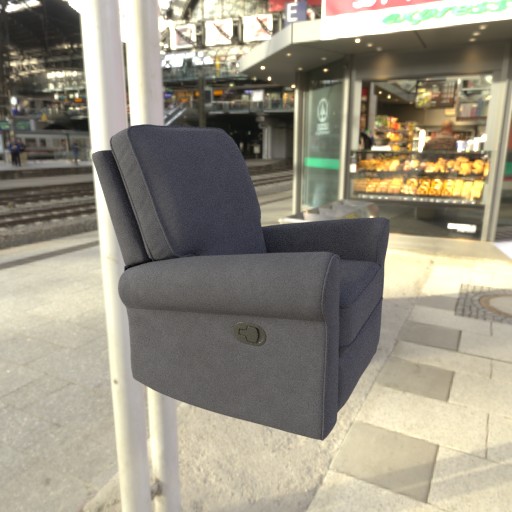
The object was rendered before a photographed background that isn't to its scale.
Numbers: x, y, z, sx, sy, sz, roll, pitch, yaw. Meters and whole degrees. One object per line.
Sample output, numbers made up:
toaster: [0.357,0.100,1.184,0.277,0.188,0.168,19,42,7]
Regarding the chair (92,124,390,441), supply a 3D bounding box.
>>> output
chair: [0.000,0.000,1.681,0.878,0.961,0.890,7,15,26]
